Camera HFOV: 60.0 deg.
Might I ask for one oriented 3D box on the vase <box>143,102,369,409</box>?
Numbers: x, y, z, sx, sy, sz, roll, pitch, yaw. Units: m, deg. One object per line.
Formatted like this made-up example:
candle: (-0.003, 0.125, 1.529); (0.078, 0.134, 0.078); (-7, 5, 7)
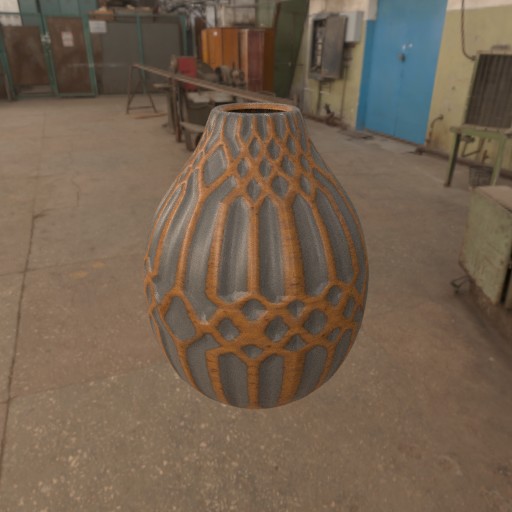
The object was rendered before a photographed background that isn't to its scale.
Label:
vase: (0.000, 0.000, 0.137); (0.069, 0.088, 0.069); (0, 26, 0)
